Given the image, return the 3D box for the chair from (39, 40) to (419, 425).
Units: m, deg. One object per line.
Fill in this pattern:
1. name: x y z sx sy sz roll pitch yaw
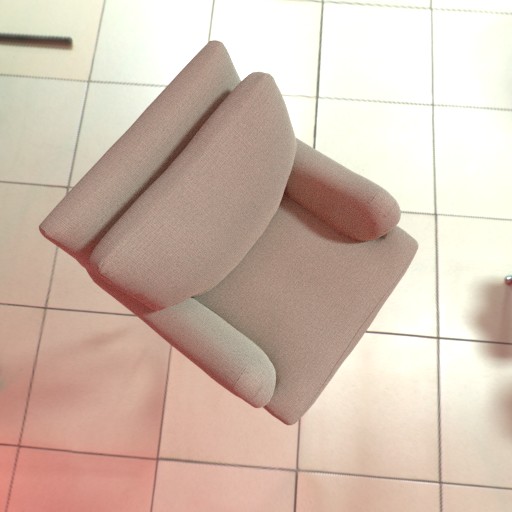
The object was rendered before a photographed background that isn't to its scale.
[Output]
1. chair: 0.000 0.000 1.820 1.070 1.038 0.955 37 79 8
